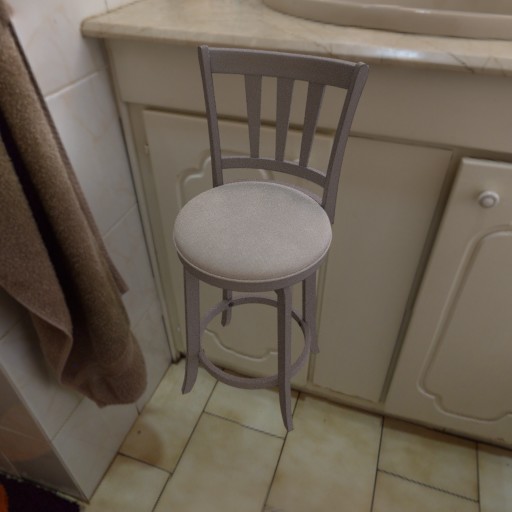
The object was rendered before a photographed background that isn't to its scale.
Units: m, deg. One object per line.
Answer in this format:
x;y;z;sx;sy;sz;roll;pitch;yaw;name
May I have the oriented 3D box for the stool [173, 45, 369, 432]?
0.000;0.000;1.278;0.436;1.023;0.475;14;41;16;stool
